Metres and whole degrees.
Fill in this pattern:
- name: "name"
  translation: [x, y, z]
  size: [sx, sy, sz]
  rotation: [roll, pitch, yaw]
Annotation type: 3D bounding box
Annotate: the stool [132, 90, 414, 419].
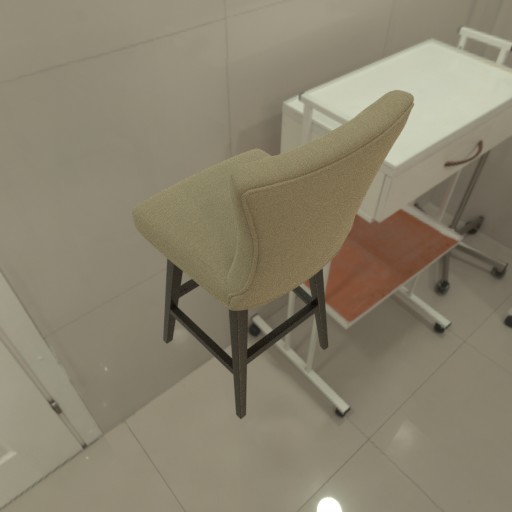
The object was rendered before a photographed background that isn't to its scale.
- name: "stool"
  translation: [0.000, 0.000, 1.376]
  size: [0.514, 1.086, 0.574]
  rotation: [-32, 54, -27]
